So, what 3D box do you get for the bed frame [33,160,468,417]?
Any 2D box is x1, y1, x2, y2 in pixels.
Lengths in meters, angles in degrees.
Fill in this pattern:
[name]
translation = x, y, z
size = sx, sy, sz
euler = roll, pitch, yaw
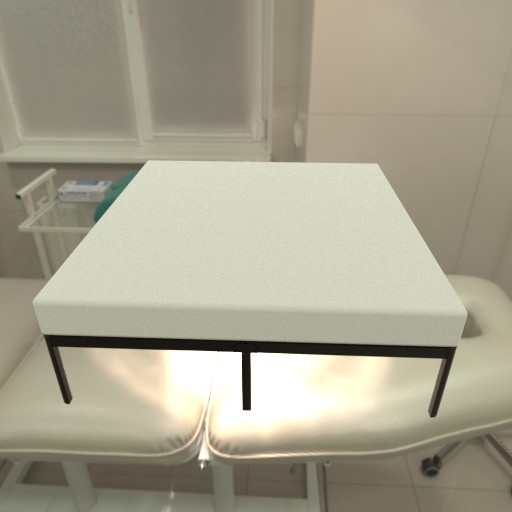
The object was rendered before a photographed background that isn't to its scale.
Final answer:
[bed frame]
translation = 0.000, 0.000, 3.013
size = 1.963, 0.659, 2.079
euler = 1, 30, 2
